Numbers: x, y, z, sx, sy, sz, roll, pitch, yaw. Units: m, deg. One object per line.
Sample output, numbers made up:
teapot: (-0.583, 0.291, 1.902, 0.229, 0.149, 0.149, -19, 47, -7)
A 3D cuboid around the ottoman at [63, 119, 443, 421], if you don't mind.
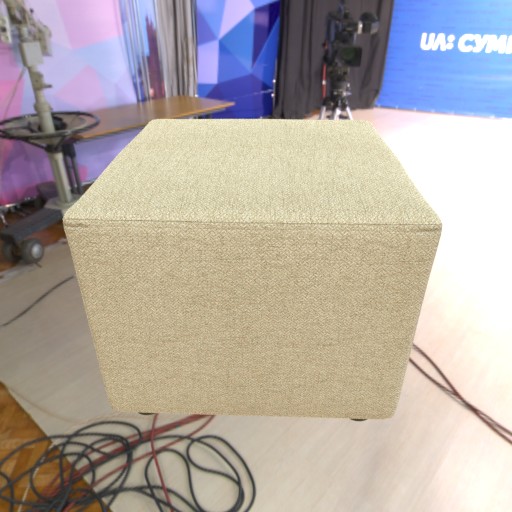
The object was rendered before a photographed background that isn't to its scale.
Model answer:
ottoman: (0.000, 0.000, 0.874, 0.508, 0.432, 0.508, 1, 31, 2)
